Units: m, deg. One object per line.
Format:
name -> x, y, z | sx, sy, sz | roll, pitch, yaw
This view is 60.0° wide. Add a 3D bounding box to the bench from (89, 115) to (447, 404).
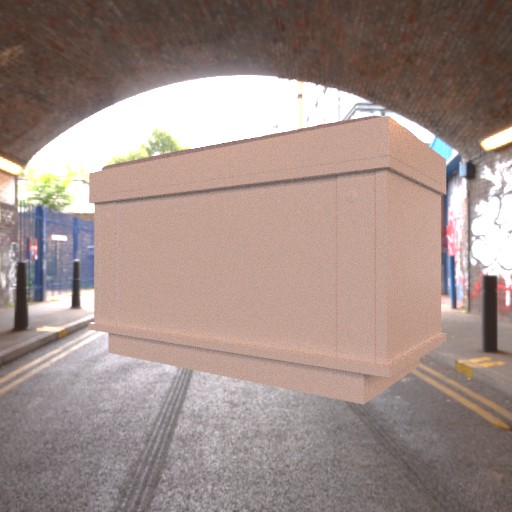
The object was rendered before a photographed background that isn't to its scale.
bench -> 0.000, 0.000, 1.001 | 0.734, 0.461, 0.362 | 0, 0, 36
